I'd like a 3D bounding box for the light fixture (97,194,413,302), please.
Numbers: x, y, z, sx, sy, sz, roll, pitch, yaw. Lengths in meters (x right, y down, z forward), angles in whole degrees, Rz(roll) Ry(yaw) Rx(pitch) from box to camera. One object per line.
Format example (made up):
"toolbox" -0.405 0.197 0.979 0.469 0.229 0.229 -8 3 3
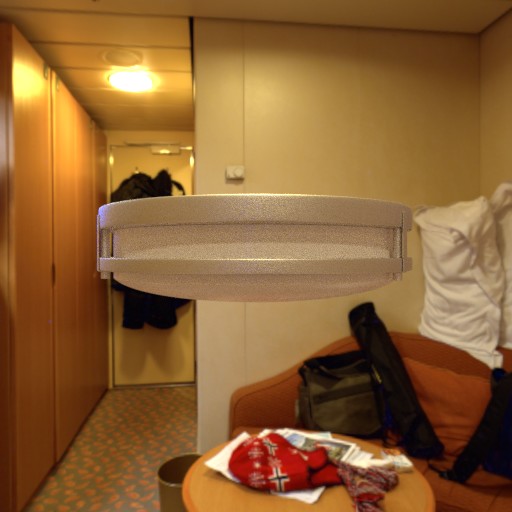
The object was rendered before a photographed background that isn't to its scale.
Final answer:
"light fixture" 0.000 0.000 0.531 0.356 0.102 0.356 0 0 0
